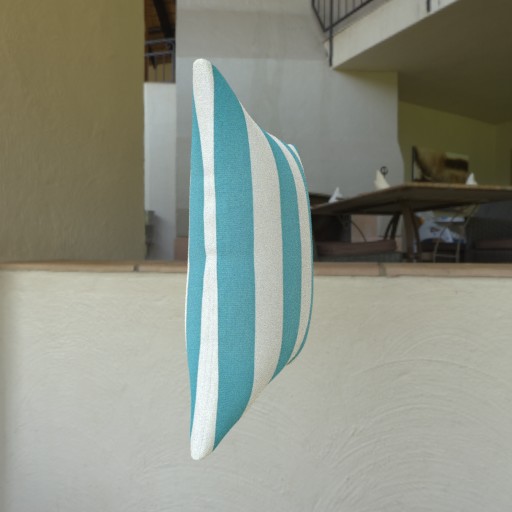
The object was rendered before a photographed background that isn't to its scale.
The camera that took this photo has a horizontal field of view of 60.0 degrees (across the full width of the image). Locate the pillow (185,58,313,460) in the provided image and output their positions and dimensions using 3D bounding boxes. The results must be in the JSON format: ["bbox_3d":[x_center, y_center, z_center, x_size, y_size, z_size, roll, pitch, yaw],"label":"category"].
[{"bbox_3d":[0.000,0.000,0.822,0.189,0.526,0.536,0,1,18],"label":"pillow"}]
